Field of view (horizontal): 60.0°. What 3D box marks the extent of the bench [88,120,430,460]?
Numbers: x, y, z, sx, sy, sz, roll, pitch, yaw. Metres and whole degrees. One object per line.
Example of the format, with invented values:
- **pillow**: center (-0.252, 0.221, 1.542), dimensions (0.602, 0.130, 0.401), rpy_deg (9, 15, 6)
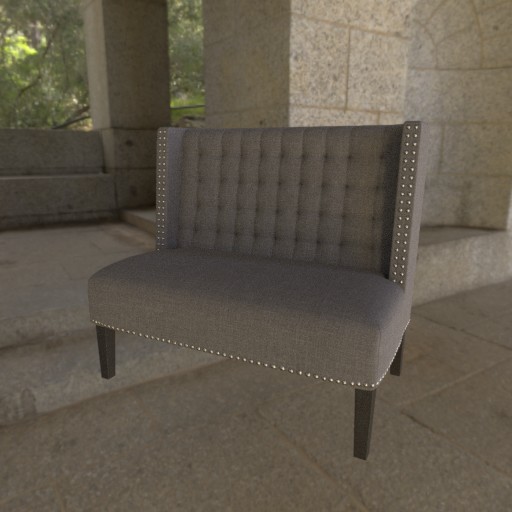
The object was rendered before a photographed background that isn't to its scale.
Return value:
- **bench**: center (0.000, 0.000, 1.944), dimensions (1.276, 1.121, 0.842), rpy_deg (7, 15, 26)
